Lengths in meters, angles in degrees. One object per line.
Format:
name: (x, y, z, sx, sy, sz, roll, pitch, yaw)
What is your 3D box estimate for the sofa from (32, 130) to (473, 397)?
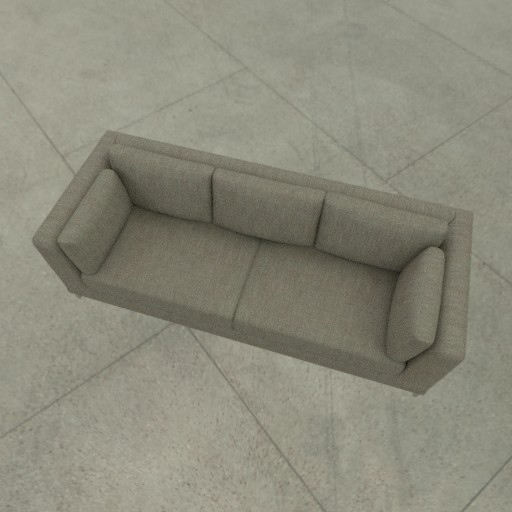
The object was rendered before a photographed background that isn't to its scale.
sofa: (0.000, 0.000, 2.837, 2.415, 0.867, 0.969, 14, 59, 9)
